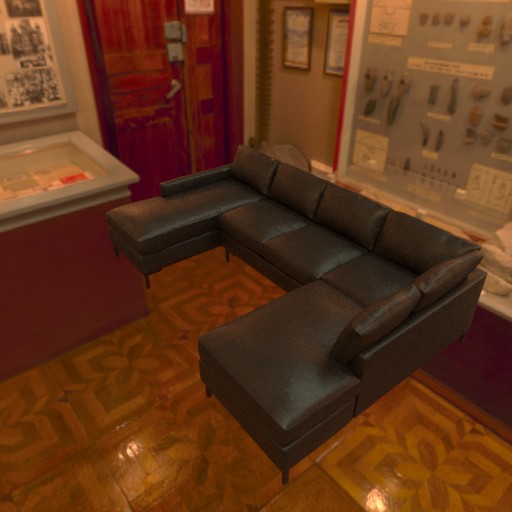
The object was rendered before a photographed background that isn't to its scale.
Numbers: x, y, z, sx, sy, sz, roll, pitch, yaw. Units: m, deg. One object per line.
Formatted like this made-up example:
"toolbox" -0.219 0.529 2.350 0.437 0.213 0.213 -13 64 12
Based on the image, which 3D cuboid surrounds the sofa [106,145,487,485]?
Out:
"sofa" 0.000 0.000 3.709 1.939 0.900 2.956 -22 39 -31
